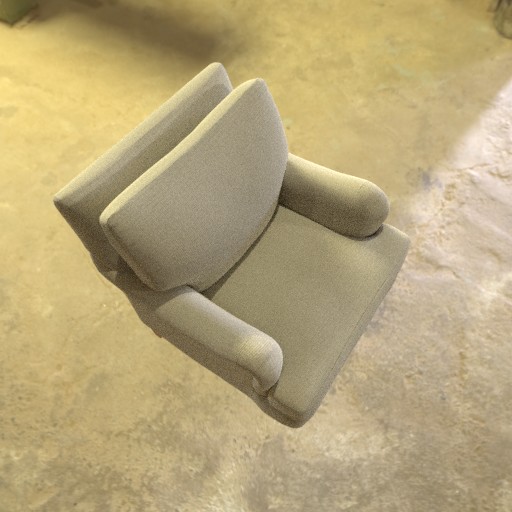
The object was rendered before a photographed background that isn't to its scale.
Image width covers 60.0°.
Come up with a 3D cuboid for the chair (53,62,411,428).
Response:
[{"bbox_3d":[0.000,0.000,1.880,1.070,1.038,0.955,31,64,17],"label":"chair"}]
